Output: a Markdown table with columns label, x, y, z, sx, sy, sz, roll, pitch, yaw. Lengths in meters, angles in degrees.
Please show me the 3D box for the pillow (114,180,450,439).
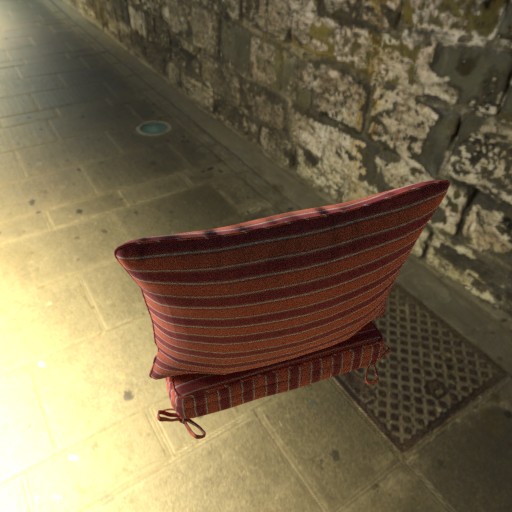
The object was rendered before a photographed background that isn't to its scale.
| label | x | y | z | sx | sy | sz | roll | pitch | yaw |
| --- | --- | --- | --- | --- | --- | --- | --- | --- | --- |
| pillow | 0.000 | 0.000 | 1.396 | 0.799 | 0.723 | 0.733 | -12 | 42 | -14 |
